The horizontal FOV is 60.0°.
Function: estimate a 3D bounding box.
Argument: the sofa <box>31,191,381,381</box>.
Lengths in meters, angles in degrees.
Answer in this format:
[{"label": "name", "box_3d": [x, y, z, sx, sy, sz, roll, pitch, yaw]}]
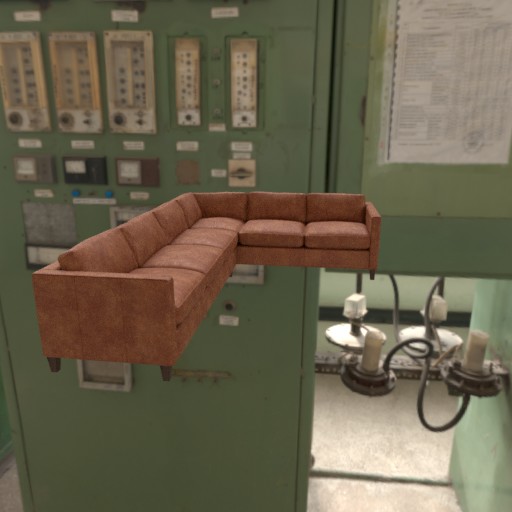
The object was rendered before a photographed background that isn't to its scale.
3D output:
[{"label": "sofa", "box_3d": [0.000, 0.000, 4.174, 2.438, 0.838, 3.167, 2, 16, 8]}]
